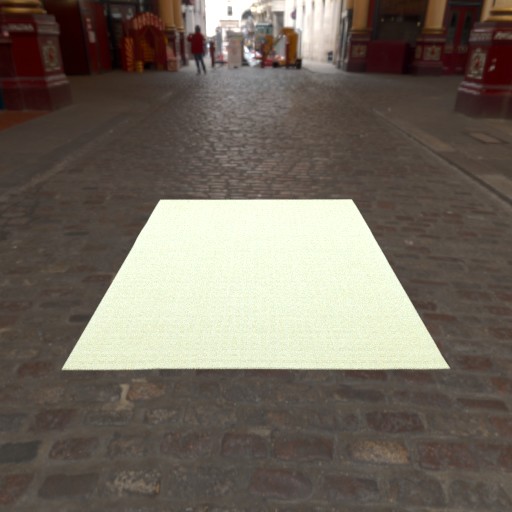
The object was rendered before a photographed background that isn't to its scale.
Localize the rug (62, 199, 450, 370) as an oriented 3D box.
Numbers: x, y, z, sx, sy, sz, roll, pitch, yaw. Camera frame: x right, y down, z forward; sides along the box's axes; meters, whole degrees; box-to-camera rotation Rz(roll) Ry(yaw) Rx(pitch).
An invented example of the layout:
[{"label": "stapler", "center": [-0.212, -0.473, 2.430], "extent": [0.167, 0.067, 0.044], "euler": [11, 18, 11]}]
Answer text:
[{"label": "rug", "center": [0.000, 0.000, 4.212], "extent": [2.452, 0.016, 3.204], "euler": [0, 26, 0]}]
